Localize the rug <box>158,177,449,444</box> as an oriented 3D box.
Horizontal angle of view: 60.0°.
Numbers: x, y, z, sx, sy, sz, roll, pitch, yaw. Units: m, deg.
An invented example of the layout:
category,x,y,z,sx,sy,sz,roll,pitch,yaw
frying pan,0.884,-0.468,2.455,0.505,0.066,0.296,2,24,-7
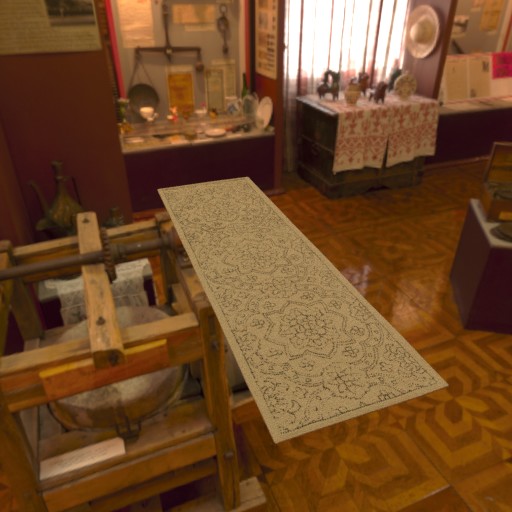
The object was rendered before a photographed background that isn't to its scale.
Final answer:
category,x,y,z,sx,sy,sz,roll,pitch,yaw
rug,0.000,0.000,2.662,0.769,0.012,2.448,-11,33,-17
